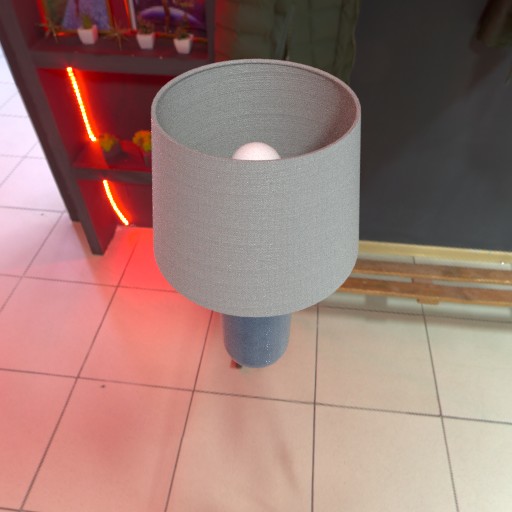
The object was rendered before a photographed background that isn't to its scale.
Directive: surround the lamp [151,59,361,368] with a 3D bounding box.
[{"bbox_3d":[0.000,0.000,0.581,0.253,0.428,0.253,0,46,0],"label":"lamp"}]
